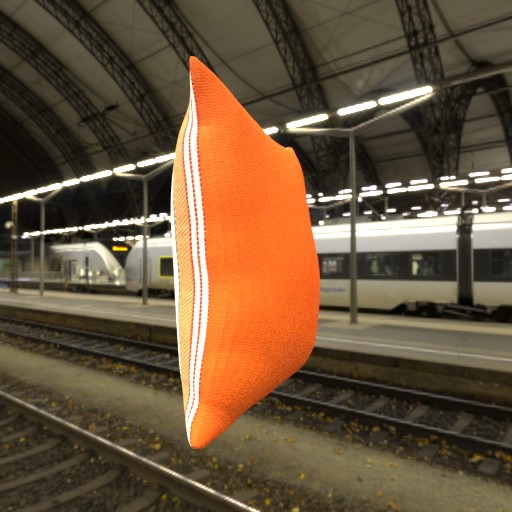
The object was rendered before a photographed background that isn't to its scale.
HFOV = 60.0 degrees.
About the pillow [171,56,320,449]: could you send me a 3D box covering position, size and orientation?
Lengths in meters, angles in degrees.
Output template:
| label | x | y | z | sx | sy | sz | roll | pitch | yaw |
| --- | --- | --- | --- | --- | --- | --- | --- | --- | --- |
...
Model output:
| label | x | y | z | sx | sy | sz | roll | pitch | yaw |
| --- | --- | --- | --- | --- | --- | --- | --- | --- | --- |
| pillow | 0.000 | 0.000 | 0.683 | 0.182 | 0.441 | 0.440 | -1 | -2 | 19 |
